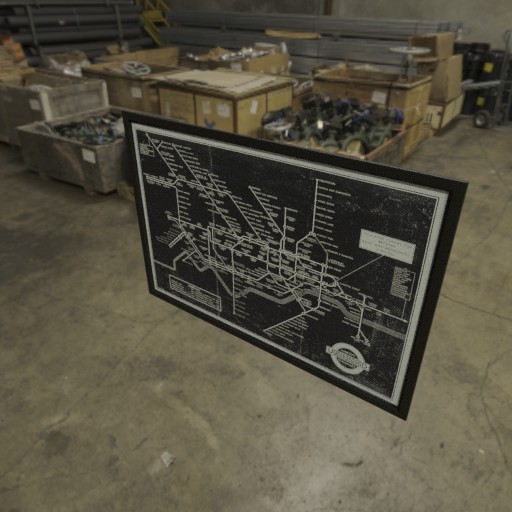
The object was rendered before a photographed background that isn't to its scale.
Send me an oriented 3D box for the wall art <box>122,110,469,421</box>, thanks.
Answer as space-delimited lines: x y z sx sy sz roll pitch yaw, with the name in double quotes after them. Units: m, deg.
0.000 0.000 1.514 1.192 0.811 0.013 20 36 30 "wall art"
